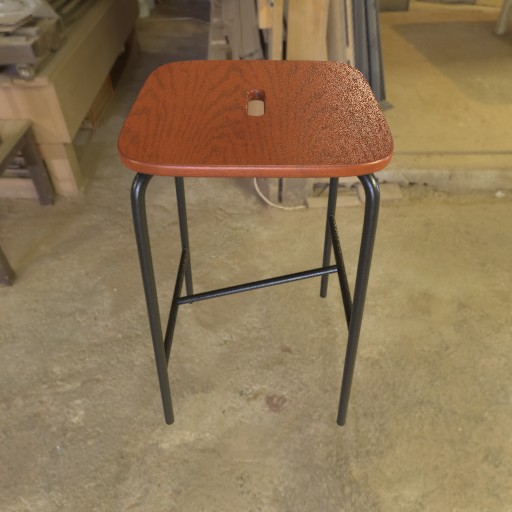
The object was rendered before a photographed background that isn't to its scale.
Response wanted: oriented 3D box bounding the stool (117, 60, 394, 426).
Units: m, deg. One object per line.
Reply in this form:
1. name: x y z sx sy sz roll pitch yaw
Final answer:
1. stool: 0.000 0.000 0.854 0.376 0.610 0.376 0 42 0
